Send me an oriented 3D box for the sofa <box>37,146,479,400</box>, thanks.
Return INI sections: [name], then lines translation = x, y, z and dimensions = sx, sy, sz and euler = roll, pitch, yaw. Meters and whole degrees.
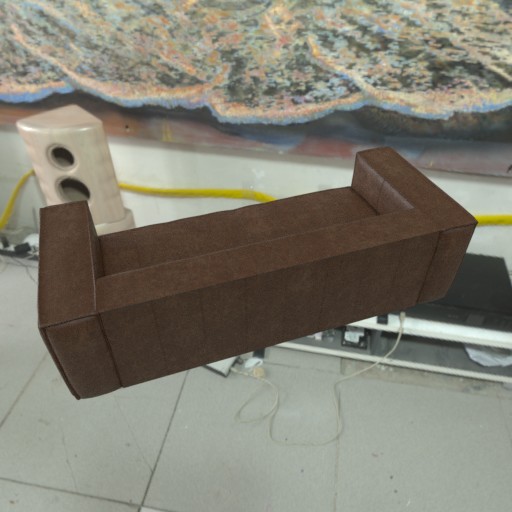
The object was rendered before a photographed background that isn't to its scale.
[sofa]
translation = 0.000, 0.000, 2.970
dimensions = 2.581, 0.701, 1.102
euler = -13, 43, -14
